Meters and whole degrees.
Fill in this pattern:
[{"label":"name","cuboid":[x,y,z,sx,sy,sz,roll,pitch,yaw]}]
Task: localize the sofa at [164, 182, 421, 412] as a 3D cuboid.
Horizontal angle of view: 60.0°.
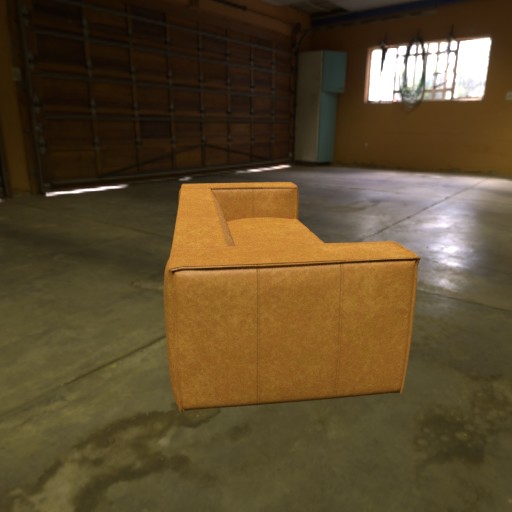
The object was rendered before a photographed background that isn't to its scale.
[{"label":"sofa","cuboid":[0.000,0.000,3.059,1.102,0.701,2.581,-2,17,-8]}]
